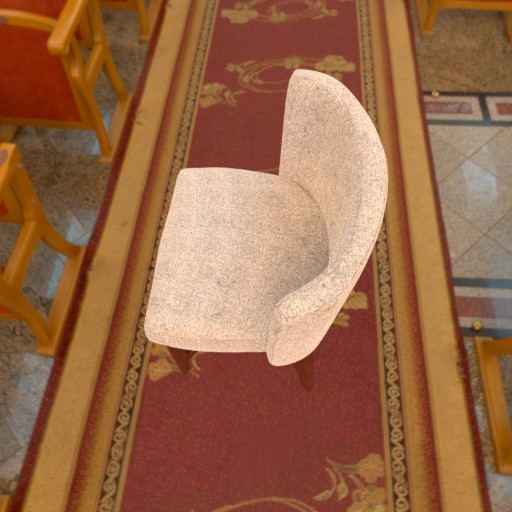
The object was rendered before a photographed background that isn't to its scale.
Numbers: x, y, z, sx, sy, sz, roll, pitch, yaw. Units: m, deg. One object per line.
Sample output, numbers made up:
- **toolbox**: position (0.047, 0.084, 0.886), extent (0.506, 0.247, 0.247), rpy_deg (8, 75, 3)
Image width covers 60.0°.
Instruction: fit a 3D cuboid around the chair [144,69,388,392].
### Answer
- **chair**: position (0.000, 0.000, 1.317), extent (0.575, 0.827, 0.728), rpy_deg (4, 59, 2)
